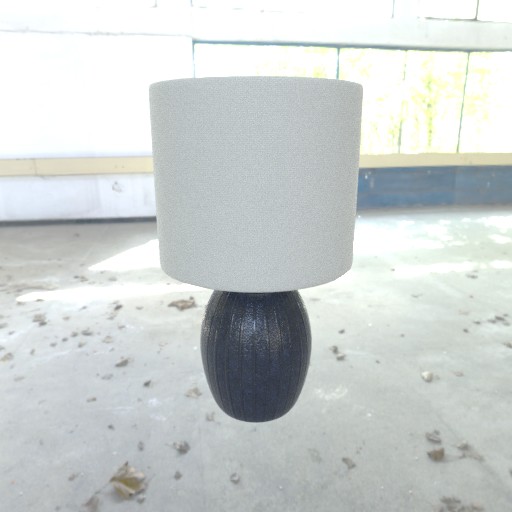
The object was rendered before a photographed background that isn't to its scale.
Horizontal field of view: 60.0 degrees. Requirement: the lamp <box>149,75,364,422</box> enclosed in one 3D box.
[{"bbox_3d":[0.000,0.000,0.769,0.329,0.570,0.329,-2,16,-8],"label":"lamp"}]
